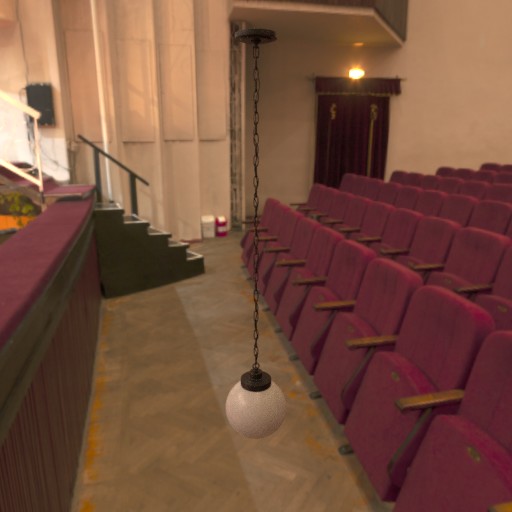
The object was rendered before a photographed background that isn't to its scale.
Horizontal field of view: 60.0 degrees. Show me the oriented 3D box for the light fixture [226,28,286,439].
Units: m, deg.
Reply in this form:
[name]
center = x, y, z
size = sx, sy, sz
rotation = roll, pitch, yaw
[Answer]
[light fixture]
center = 0.000, 0.000, 2.035
size = 0.305, 1.867, 0.304
rotation = -2, 15, -10
